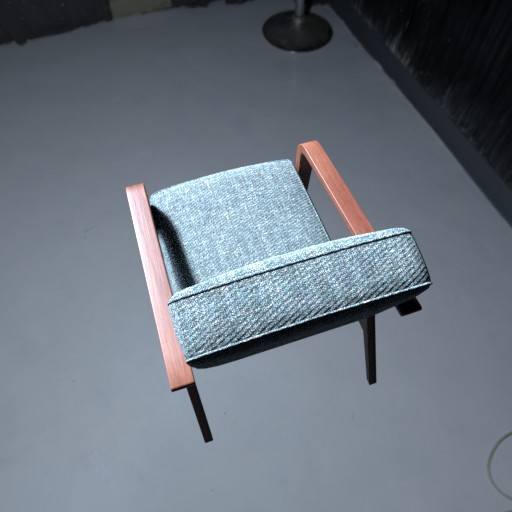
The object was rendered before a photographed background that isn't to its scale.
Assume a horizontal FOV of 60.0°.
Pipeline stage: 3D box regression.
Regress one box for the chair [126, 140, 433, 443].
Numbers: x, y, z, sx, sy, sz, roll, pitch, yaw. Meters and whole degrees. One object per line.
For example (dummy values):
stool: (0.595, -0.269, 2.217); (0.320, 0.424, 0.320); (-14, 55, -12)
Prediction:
chair: (0.000, 0.000, 1.503); (0.719, 0.864, 0.889); (-16, 60, -9)
